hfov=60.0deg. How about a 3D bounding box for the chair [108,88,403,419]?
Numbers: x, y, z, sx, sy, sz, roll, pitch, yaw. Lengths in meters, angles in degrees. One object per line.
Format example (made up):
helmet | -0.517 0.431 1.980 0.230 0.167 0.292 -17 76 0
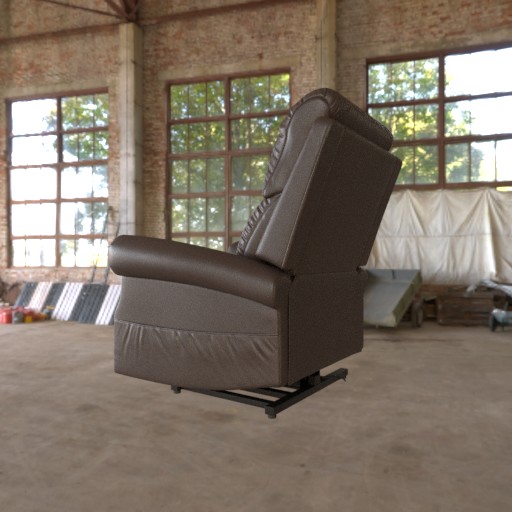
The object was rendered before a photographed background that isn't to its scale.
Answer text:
chair | 0.000 0.000 1.782 0.978 1.028 0.869 0 0 35
